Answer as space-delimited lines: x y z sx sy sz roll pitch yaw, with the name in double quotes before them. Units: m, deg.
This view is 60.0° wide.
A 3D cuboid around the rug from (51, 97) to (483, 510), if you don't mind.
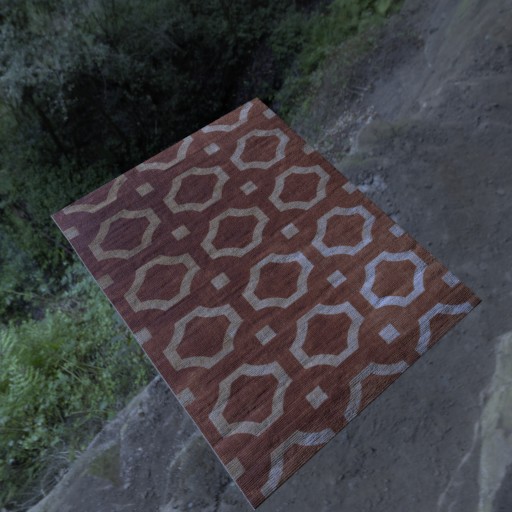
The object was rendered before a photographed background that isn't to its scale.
"rug" 0.000 0.000 3.930 2.466 0.021 3.049 -35 68 -17
